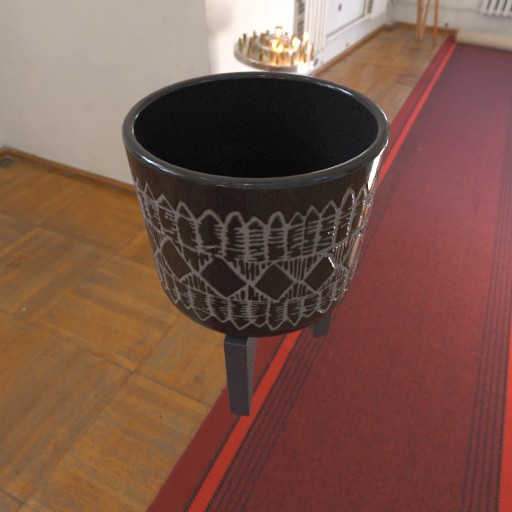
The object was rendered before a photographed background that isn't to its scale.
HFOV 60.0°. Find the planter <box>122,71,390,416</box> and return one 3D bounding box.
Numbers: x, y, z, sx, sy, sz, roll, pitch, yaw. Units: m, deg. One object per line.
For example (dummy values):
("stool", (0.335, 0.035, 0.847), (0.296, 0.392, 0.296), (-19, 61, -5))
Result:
("planter", (0.000, 0.000, 0.536), (0.251, 0.355, 0.251), (-13, 42, -14))
